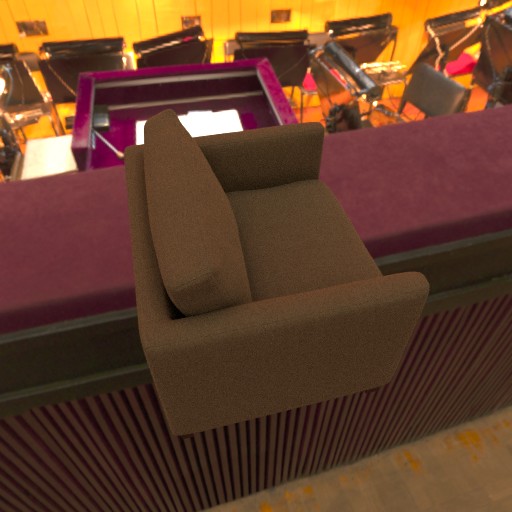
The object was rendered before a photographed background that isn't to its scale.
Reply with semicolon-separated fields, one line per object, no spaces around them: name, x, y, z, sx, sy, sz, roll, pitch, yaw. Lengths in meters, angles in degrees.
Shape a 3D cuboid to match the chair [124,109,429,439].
chair;0.000;0.000;1.882;0.959;0.963;1.107;-10;48;-10
